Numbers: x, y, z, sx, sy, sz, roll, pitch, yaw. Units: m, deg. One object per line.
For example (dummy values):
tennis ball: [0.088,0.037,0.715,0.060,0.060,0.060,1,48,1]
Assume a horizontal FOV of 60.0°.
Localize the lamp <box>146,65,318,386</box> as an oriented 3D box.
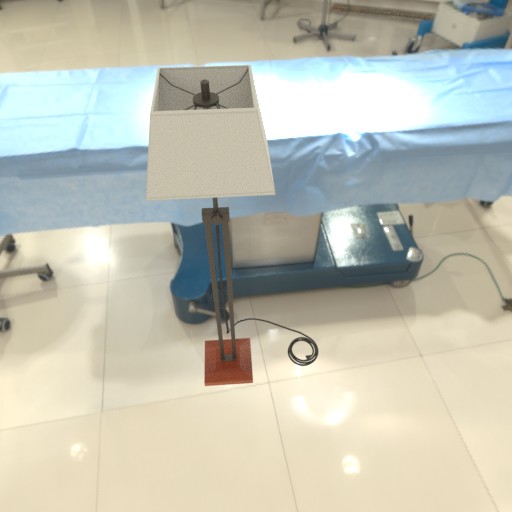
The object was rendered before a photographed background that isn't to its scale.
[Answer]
lamp: [0.000,0.000,2.010,0.745,1.712,0.472,-3,48,-3]
